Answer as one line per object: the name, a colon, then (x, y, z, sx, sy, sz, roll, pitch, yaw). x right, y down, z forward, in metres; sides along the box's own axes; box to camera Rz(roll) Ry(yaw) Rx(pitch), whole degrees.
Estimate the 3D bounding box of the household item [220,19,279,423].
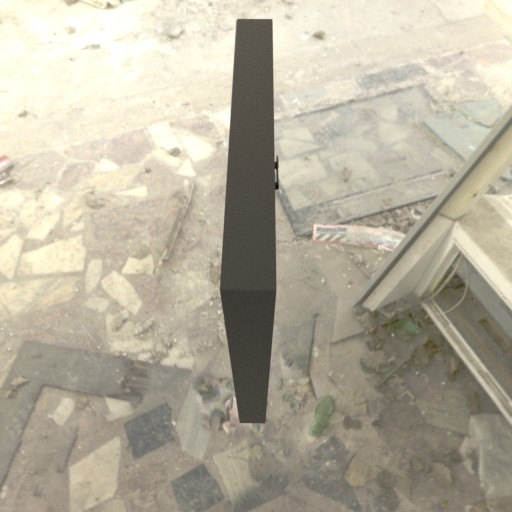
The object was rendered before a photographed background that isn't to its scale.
household item: (0.000, 0.000, 0.234, 0.022, 0.178, 0.133, 1, 58, 0)
